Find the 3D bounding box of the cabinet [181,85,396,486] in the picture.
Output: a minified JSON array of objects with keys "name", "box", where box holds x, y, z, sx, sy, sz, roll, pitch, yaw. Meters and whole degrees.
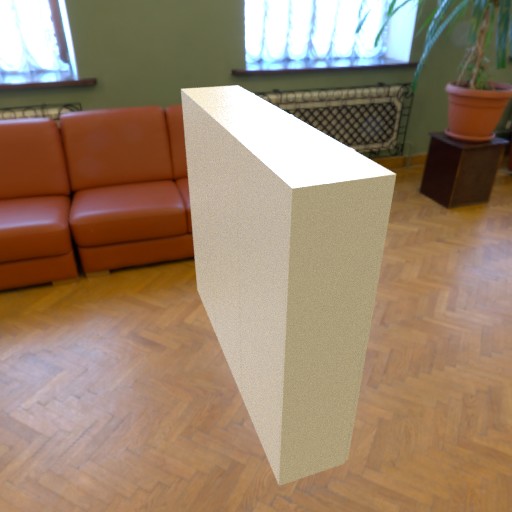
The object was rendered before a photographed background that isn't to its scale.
[{"name":"cabinet","box":[0.000,0.000,3.885,0.590,2.370,2.700,-10,32,-17]}]
